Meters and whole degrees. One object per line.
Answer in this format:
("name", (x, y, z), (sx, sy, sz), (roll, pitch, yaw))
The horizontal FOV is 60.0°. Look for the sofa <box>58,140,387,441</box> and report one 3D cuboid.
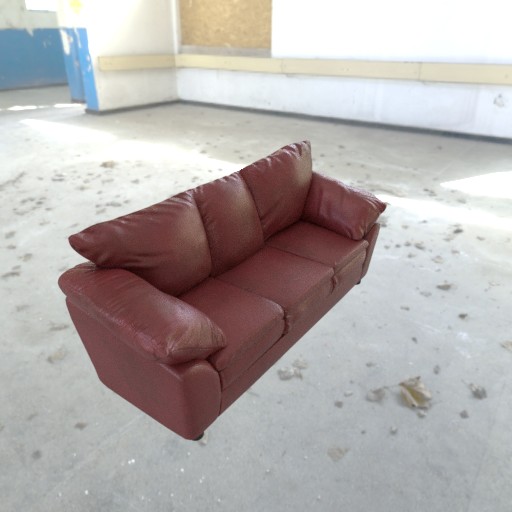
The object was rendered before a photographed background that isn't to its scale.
("sofa", (0.000, 0.000, 2.933), (0.907, 1.091, 2.390), (19, 32, 32))
